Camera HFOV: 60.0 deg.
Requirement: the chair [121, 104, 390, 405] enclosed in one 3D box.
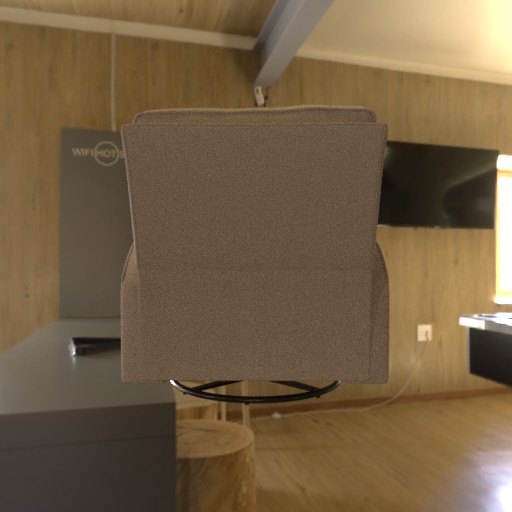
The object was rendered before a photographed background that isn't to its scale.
[{"bbox_3d":[0.000,0.000,1.697,0.861,0.964,0.969,0,-1,1],"label":"chair"}]
